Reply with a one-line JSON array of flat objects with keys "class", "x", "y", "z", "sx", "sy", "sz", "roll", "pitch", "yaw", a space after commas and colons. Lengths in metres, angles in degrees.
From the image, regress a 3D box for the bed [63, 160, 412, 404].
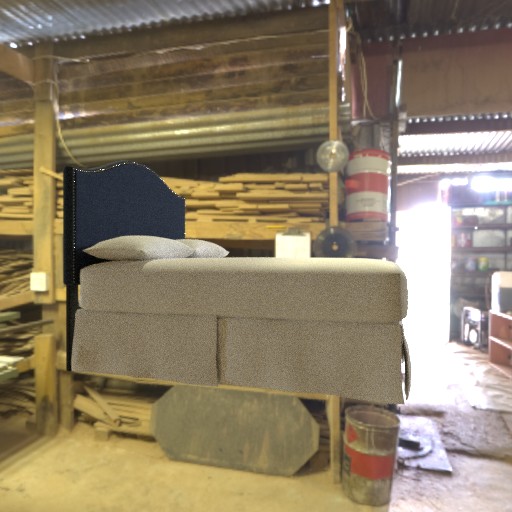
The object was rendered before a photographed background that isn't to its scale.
[{"class": "bed", "x": 0.000, "y": 0.000, "z": 3.299, "sx": 2.153, "sy": 1.518, "sz": 1.713, "roll": 0, "pitch": 0, "yaw": 17}]
